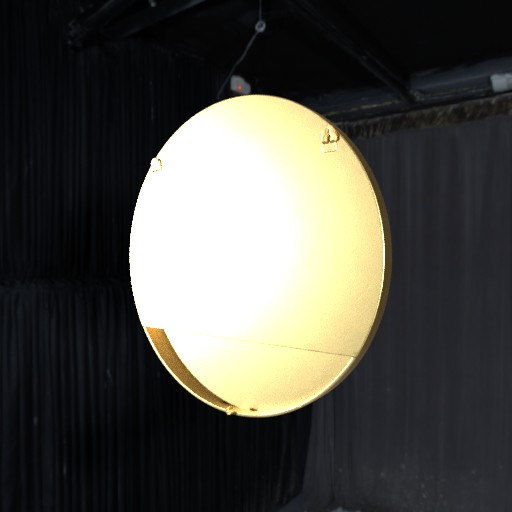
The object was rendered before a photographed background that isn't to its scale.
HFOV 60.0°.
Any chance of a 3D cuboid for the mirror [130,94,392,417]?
[{"bbox_3d":[0.000,0.000,0.692,0.457,0.457,0.133,0,0,37],"label":"mirror"}]
